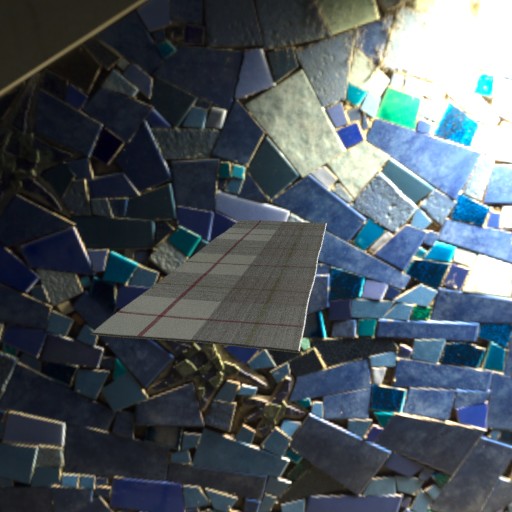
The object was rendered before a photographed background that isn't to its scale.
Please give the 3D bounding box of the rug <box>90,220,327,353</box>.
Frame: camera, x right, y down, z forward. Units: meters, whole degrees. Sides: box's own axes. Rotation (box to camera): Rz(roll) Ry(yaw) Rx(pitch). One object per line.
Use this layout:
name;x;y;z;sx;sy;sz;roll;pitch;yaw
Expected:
rug;0.000;0.000;2.704;0.762;0.013;2.439;3;15;11
